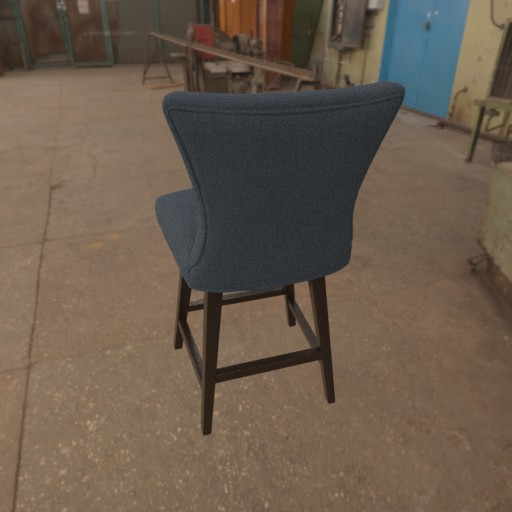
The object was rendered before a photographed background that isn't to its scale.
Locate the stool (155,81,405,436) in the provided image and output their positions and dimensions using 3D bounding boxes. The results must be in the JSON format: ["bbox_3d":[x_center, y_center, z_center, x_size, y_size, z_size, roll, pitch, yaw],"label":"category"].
[{"bbox_3d":[0.000,0.000,1.300,0.514,1.000,0.574,-9,30,-15],"label":"stool"}]
